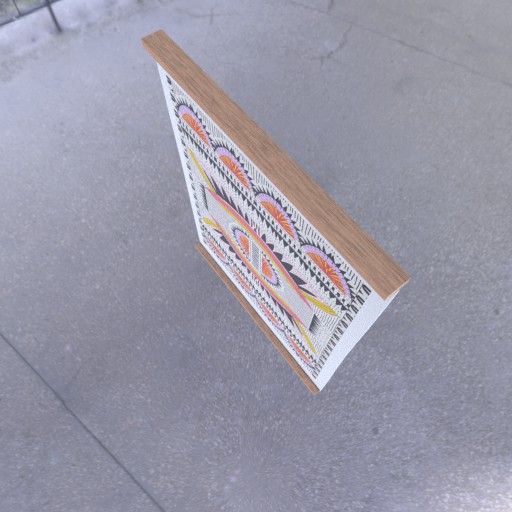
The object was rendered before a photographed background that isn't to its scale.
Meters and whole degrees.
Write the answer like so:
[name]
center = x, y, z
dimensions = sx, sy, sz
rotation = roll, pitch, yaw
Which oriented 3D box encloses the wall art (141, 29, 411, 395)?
[wall art]
center = 0.000, 0.000, 0.682
dimensions = 0.028, 0.527, 0.403
rotation = -35, 69, -16
